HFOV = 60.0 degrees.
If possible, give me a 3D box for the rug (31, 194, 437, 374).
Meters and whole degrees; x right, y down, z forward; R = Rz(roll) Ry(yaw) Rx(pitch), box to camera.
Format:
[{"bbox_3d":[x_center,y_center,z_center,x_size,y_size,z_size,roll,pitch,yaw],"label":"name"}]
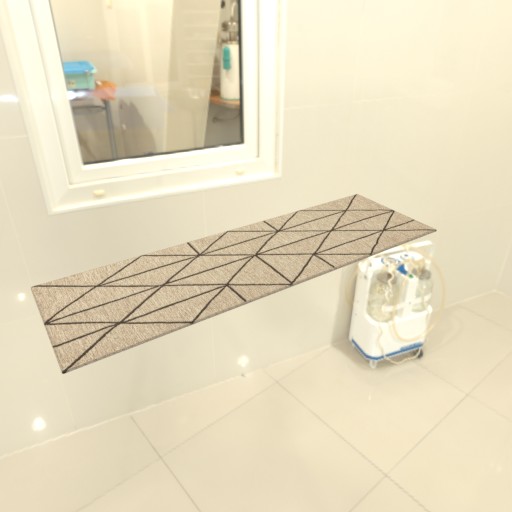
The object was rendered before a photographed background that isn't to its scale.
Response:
[{"bbox_3d":[0.000,0.000,2.713,2.438,0.012,0.762,-18,35,-28],"label":"rug"}]
